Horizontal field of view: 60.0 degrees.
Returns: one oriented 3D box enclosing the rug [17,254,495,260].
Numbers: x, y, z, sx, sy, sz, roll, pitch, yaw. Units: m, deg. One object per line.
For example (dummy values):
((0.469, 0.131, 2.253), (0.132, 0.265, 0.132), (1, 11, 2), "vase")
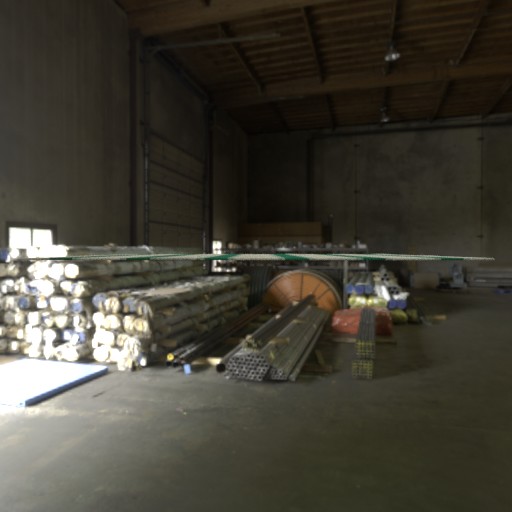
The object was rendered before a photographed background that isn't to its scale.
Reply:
((0.000, 0.000, 4.029), (3.041, 0.019, 2.434), (0, 1, 0), "rug")
